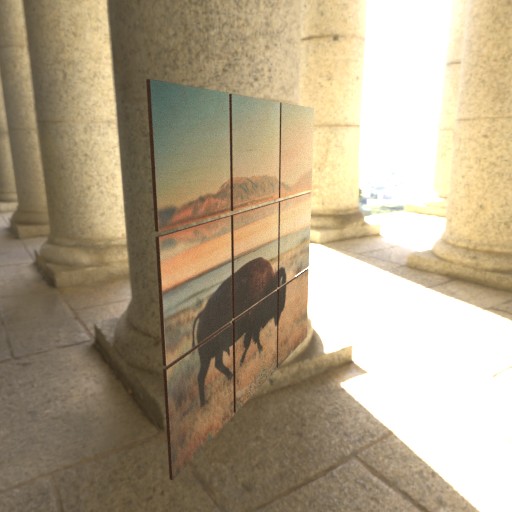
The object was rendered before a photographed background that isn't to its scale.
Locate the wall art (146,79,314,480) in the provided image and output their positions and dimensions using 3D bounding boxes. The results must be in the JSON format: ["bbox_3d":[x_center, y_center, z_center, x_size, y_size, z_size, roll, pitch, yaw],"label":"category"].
[{"bbox_3d":[0.000,0.000,1.811,0.019,1.218,1.221,7,16,26],"label":"wall art"}]
